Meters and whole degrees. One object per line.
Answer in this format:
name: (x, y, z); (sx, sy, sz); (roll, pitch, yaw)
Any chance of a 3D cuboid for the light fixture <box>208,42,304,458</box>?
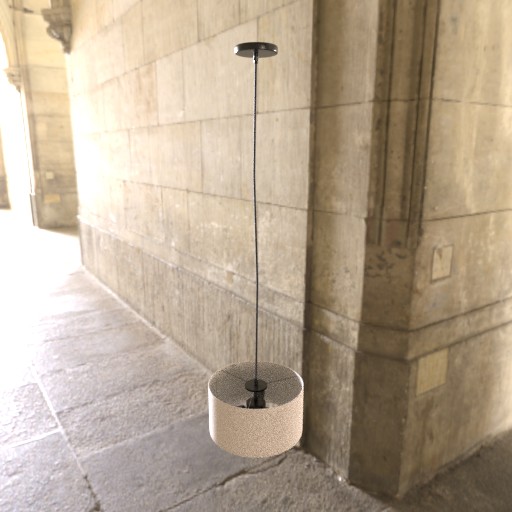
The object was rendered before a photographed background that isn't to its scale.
light fixture: (0.000, 0.000, 1.739); (0.399, 1.516, 0.399); (0, 13, 0)
